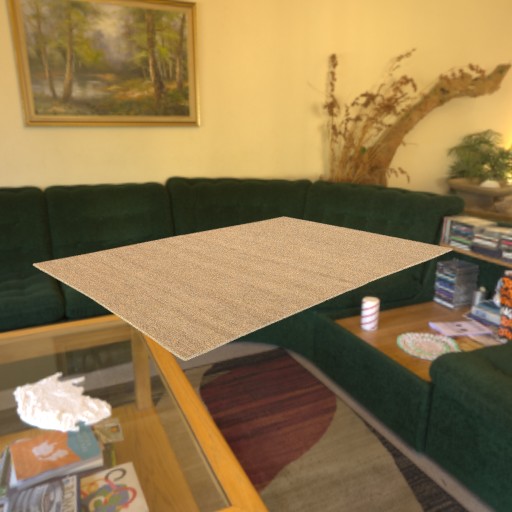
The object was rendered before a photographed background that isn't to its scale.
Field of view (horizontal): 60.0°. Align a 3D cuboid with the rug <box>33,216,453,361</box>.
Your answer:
[{"bbox_3d":[0.000,0.000,2.915,2.264,0.030,1.624,-14,21,-41],"label":"rug"}]
